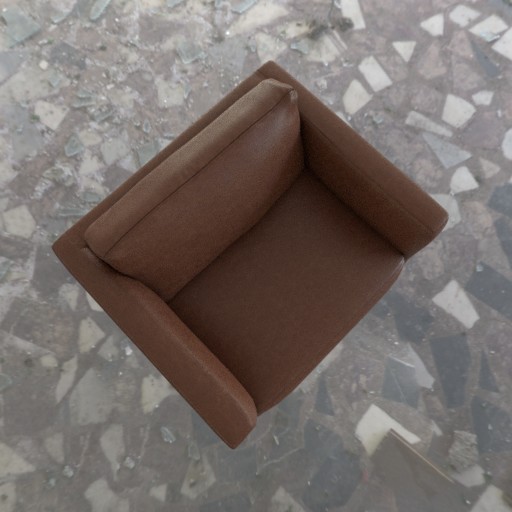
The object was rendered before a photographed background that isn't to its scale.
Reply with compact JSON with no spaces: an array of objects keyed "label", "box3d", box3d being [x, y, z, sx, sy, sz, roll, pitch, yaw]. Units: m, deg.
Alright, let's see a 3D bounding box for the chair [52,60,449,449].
[{"label":"chair","box3d":[0.000,0.000,1.815,1.107,0.917,0.959,-44,80,-10]}]
